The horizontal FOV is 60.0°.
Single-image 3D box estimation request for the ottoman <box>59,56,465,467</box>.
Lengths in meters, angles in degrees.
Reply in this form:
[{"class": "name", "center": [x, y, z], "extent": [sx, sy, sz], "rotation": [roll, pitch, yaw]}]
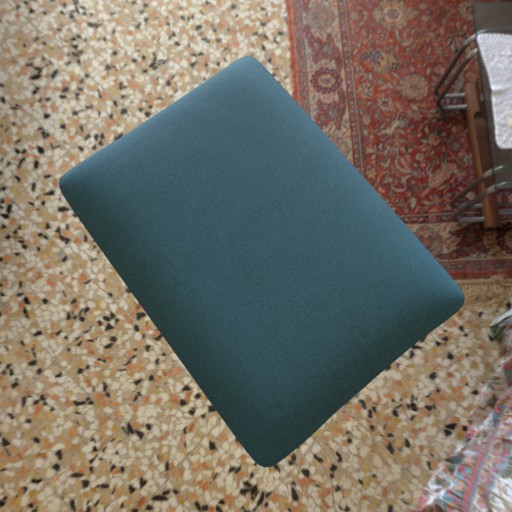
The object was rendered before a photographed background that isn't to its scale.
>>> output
[{"class": "ottoman", "center": [0.000, 0.000, 1.072], "extent": [0.549, 0.428, 0.749], "rotation": [-37, 80, -8]}]
